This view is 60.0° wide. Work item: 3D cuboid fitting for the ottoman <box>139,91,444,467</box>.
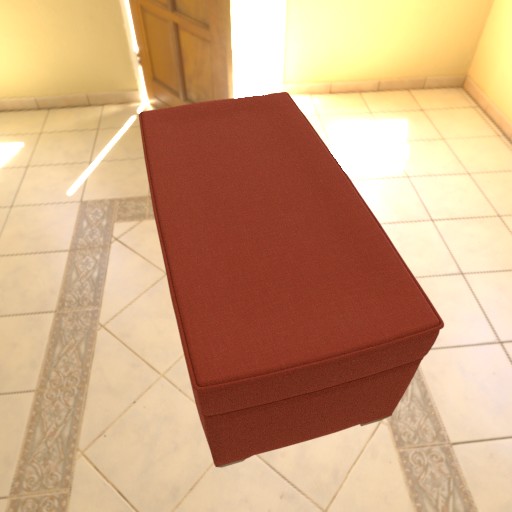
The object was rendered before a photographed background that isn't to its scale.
[{"bbox_3d":[0.000,0.000,1.231,0.497,0.454,0.948,-12,49,-11],"label":"ottoman"}]
